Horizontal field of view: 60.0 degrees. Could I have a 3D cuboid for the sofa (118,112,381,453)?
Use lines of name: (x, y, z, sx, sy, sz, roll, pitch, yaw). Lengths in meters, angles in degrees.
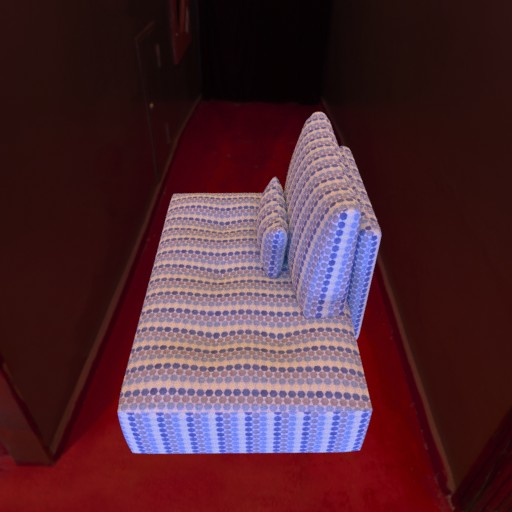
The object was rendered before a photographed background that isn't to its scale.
sofa: (0.000, 0.000, 2.004, 1.000, 0.820, 1.450, 0, 40, 0)
